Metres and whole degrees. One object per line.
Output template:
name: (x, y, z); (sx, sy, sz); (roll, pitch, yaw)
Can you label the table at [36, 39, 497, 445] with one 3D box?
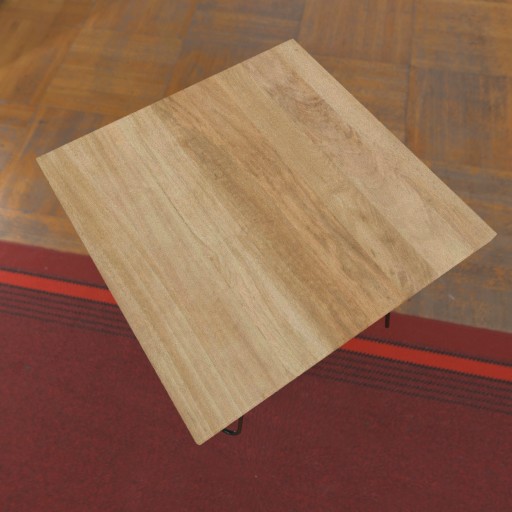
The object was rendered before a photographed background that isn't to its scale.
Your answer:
table: (0.000, 0.000, 1.021); (0.599, 0.500, 0.599); (-31, 68, -14)
